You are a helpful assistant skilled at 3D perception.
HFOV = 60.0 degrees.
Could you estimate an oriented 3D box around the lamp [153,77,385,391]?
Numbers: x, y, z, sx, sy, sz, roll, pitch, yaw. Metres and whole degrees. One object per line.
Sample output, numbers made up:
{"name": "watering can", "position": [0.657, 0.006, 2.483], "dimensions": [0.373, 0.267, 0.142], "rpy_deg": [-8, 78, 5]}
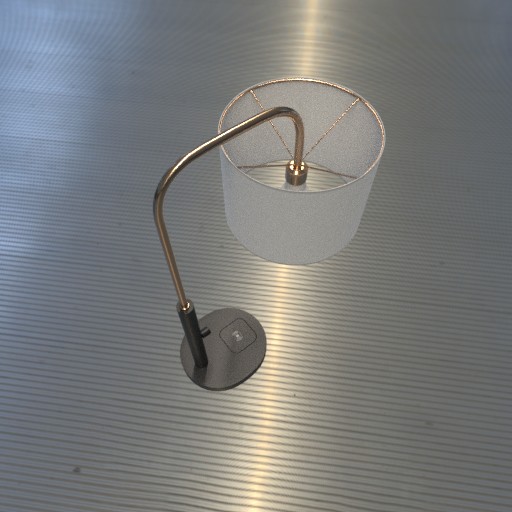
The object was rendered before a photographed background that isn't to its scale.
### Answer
{"name": "lamp", "position": [0.000, 0.000, 0.690], "dimensions": [0.337, 0.540, 0.199], "rpy_deg": [-34, 63, -20]}
